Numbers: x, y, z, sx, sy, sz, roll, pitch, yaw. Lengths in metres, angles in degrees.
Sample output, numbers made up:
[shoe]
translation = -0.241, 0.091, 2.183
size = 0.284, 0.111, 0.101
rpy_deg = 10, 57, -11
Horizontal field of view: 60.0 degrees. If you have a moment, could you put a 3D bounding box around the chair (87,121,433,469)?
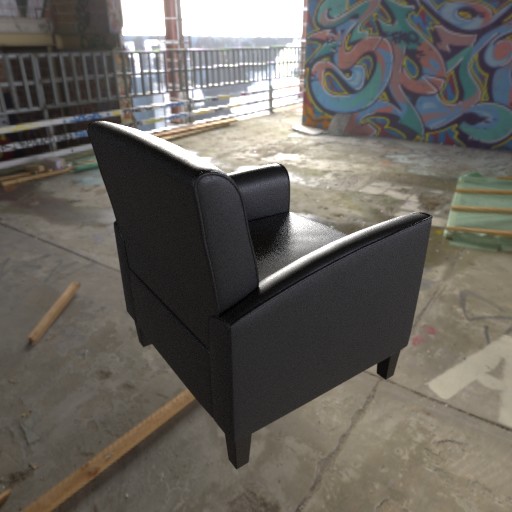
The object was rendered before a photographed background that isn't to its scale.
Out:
[chair]
translation = 0.000, 0.000, 1.553
size = 0.819, 0.916, 0.820
rpy_deg = -17, 31, -31
